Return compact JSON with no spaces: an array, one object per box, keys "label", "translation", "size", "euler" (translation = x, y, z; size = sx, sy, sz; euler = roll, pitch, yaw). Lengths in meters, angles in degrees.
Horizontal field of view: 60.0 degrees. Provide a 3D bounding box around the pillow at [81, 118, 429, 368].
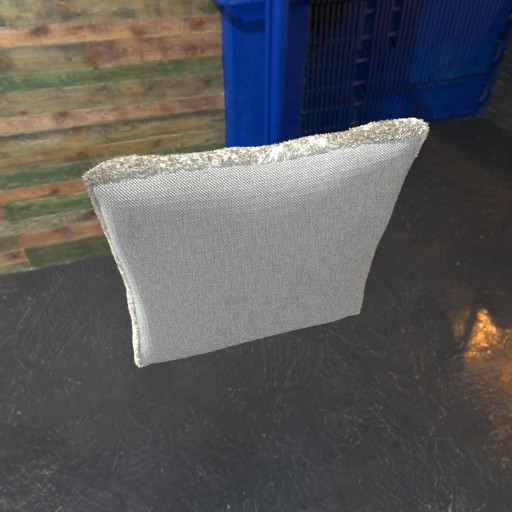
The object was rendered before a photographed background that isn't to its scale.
[{"label":"pillow","translation":[0.000,0.000,0.830],"size":[0.529,0.515,0.218],"euler":[-11,42,-13]}]
